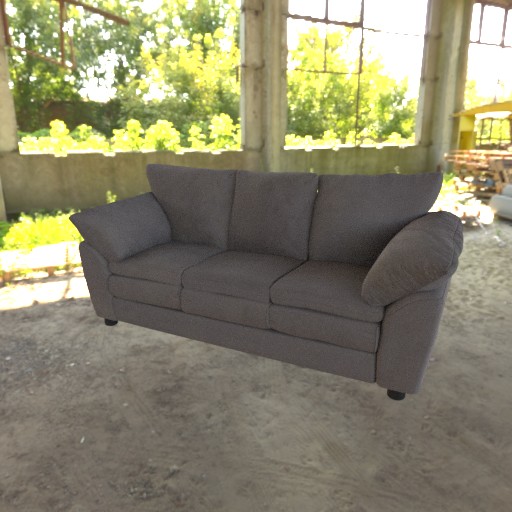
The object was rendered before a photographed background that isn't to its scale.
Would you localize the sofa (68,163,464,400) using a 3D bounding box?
[{"bbox_3d":[0.000,0.000,2.784,2.336,1.073,0.878,8,17,27],"label":"sofa"}]
